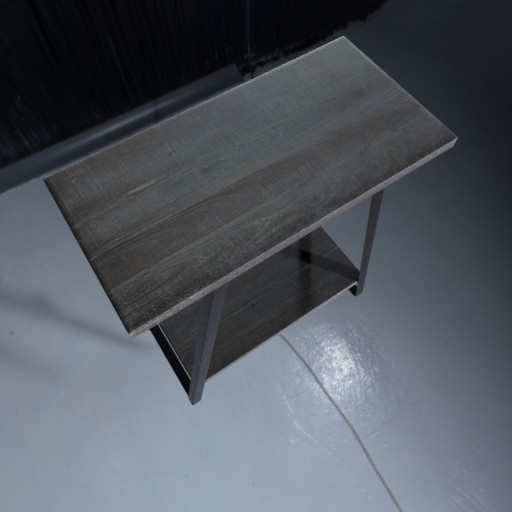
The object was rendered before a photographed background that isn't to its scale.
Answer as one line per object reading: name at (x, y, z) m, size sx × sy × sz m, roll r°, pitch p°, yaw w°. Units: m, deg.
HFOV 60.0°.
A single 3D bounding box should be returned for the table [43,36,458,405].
table at (0.000, 0.000, 1.021) m, size 0.599 × 0.701 × 0.300 m, roll -31°, pitch 67°, yaw -14°
